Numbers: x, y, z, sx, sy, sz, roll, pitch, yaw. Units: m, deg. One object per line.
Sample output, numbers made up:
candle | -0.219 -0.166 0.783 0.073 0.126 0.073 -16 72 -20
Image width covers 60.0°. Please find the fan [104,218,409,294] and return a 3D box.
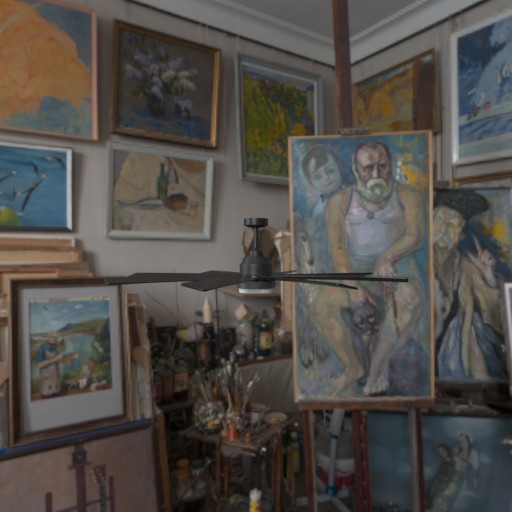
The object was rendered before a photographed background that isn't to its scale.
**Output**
fan | 0.000 0.000 2.814 1.830 0.472 1.830 0 0 18
